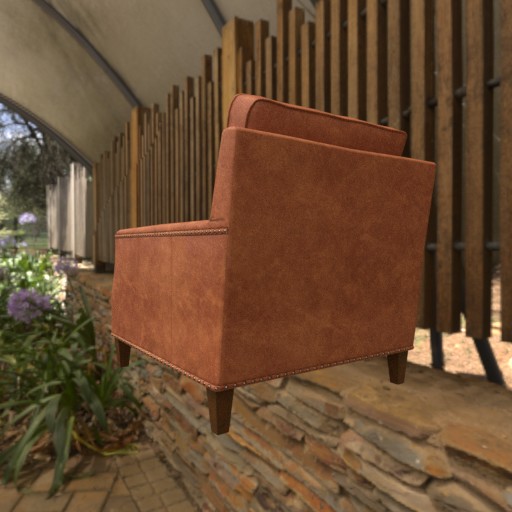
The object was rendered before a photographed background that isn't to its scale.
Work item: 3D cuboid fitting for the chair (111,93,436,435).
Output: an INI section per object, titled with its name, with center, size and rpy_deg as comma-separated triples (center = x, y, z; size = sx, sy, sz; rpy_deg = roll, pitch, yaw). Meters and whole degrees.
[chair]
center = 0.000, 0.000, 1.731
size = 0.853, 0.943, 1.014
rpy_deg = -1, 2, -35
